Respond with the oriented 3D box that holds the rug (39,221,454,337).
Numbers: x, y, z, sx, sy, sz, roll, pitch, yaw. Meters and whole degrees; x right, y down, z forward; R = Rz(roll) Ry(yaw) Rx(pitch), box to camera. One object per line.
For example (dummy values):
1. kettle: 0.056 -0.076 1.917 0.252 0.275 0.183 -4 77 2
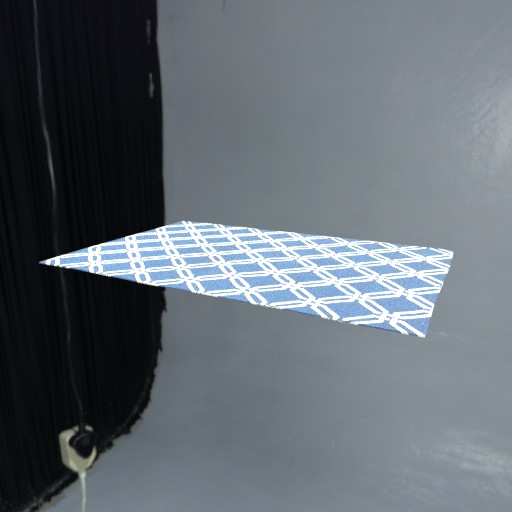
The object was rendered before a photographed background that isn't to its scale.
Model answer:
1. rug: 0.000 0.000 2.216 1.755 0.010 1.153 8 17 26
